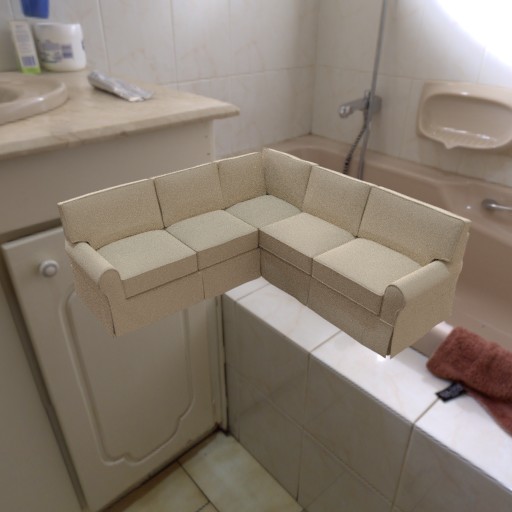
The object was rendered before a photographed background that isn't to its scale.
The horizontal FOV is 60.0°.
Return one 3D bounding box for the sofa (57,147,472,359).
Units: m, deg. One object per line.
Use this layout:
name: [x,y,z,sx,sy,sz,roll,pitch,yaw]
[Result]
sofa: [0.000,0.000,3.976,2.591,1.070,2.597,-22,36,-33]
